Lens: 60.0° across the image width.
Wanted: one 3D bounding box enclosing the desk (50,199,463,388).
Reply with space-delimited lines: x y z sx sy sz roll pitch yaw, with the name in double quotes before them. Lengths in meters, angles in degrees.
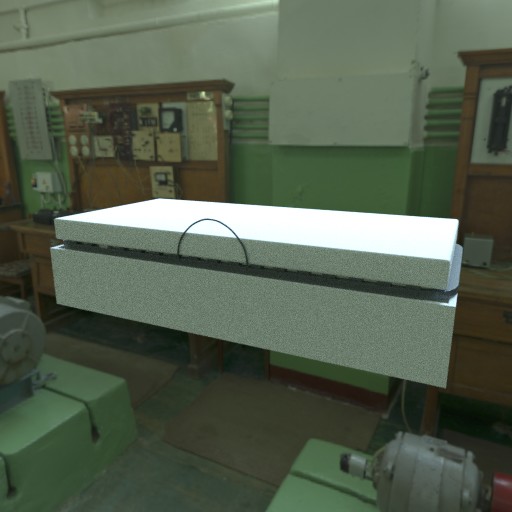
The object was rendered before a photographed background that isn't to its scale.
"desk" 0.000 0.000 2.266 1.900 0.526 0.900 7 16 25
